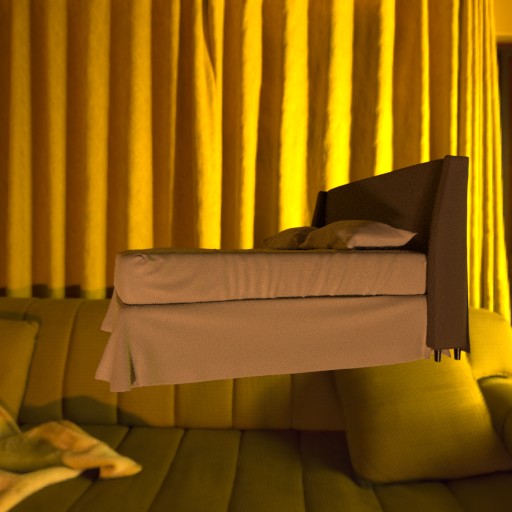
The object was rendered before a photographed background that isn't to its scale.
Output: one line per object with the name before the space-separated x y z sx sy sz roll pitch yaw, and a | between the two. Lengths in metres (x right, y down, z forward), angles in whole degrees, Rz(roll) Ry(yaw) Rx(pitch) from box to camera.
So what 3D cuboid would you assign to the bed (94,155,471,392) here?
bed | 0.000 0.000 3.379 2.276 1.332 1.925 0 1 -18
